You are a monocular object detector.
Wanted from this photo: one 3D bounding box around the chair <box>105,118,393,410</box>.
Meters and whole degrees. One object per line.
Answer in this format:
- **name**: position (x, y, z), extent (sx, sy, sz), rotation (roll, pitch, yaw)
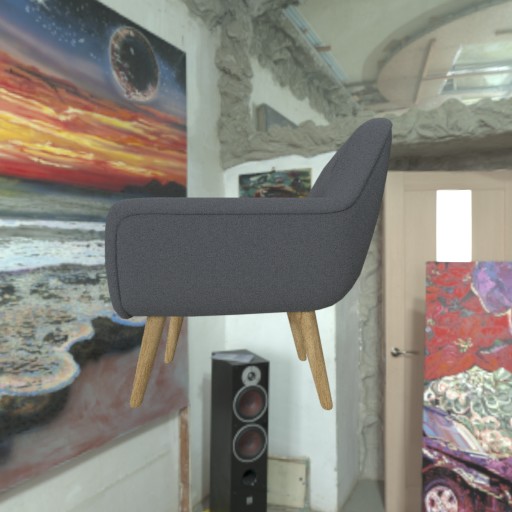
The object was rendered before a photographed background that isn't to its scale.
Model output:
- **chair**: position (0.000, 0.000, 1.418), extent (0.779, 0.800, 0.770), rotation (0, 0, -1)
